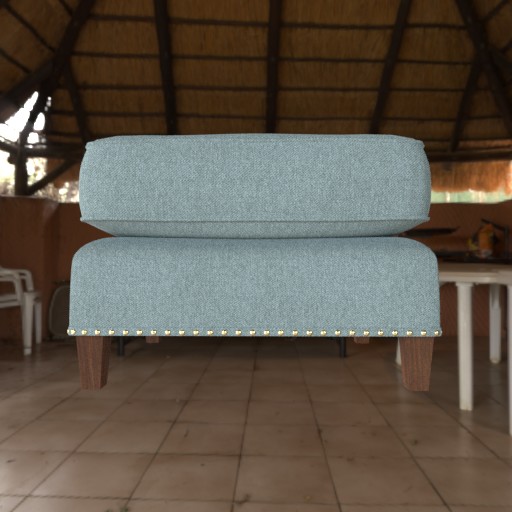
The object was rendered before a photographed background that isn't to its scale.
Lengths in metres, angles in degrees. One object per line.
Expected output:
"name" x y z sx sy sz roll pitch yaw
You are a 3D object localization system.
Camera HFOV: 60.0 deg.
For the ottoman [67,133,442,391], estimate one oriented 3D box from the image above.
"ottoman" 0.000 0.000 1.137 0.738 0.537 0.589 0 0 1
